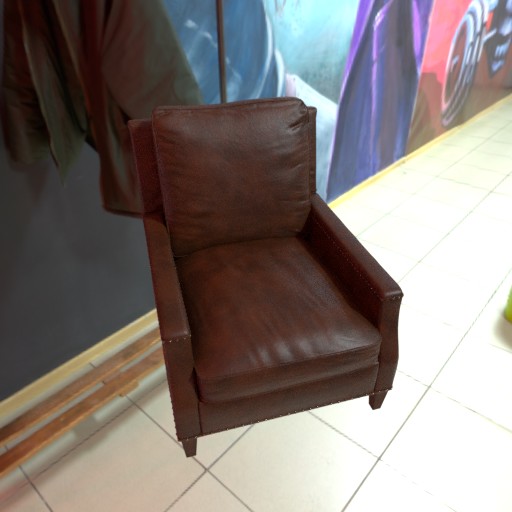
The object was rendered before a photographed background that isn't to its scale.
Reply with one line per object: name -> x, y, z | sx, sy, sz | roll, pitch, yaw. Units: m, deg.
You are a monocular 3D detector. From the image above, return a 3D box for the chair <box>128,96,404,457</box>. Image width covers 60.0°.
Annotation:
chair -> 0.000, 0.000, 1.818 | 0.854, 1.054, 1.035 | -9, 34, -13
